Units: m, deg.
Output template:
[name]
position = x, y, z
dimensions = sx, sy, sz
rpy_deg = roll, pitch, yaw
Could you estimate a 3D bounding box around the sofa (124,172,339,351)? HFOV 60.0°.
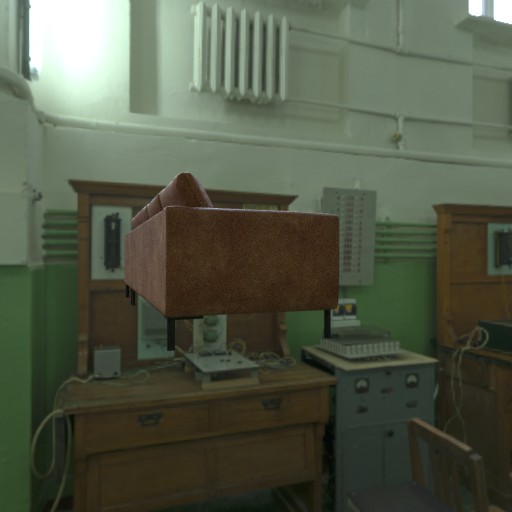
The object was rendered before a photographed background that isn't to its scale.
[sofa]
position = 0.000, 0.000, 3.690
dimensions = 1.938, 0.877, 2.984
rpy_deg = 0, 0, -20
